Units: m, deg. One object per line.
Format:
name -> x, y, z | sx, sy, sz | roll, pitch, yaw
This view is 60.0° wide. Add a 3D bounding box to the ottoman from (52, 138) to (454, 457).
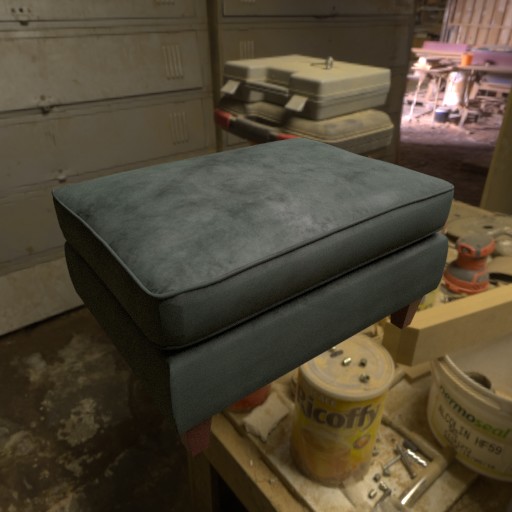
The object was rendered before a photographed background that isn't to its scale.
ottoman -> 0.000, 0.000, 1.216 | 0.864, 0.495, 0.632 | -20, 35, -32
